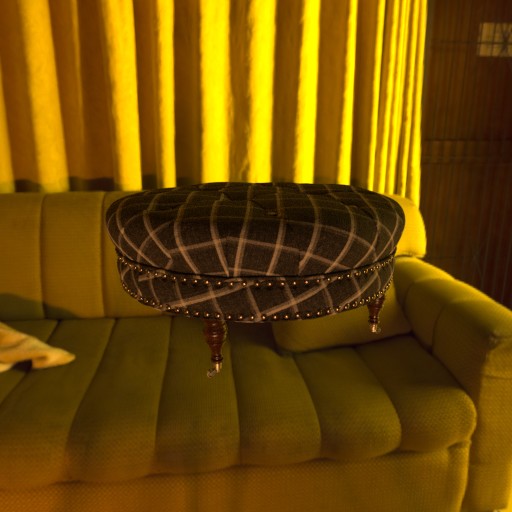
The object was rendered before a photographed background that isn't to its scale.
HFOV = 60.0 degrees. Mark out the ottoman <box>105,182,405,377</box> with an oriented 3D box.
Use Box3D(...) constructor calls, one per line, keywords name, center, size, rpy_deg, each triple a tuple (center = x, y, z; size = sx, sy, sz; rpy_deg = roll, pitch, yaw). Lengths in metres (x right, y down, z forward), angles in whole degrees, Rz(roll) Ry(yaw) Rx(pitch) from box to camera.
Box3D(name="ottoman", center=(0.000, 0.000, 1.429), size=(0.901, 0.439, 0.901), rpy_deg=(0, 15, 0))
